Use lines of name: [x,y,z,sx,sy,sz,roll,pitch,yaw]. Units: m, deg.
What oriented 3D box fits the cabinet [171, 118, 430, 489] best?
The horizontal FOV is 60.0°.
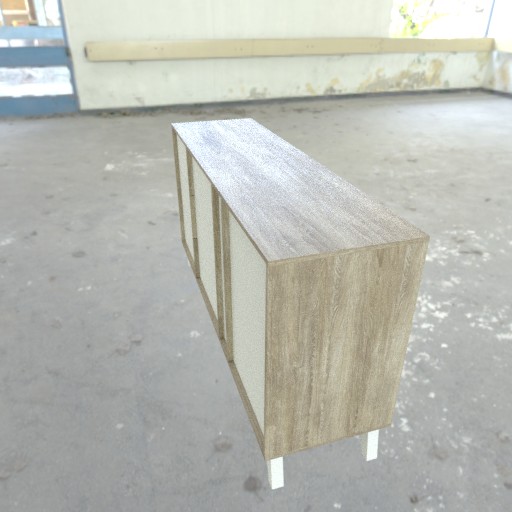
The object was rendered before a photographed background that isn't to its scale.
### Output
cabinet: [0.000,0.000,1.979,0.450,0.870,1.600,-9,30,-15]
